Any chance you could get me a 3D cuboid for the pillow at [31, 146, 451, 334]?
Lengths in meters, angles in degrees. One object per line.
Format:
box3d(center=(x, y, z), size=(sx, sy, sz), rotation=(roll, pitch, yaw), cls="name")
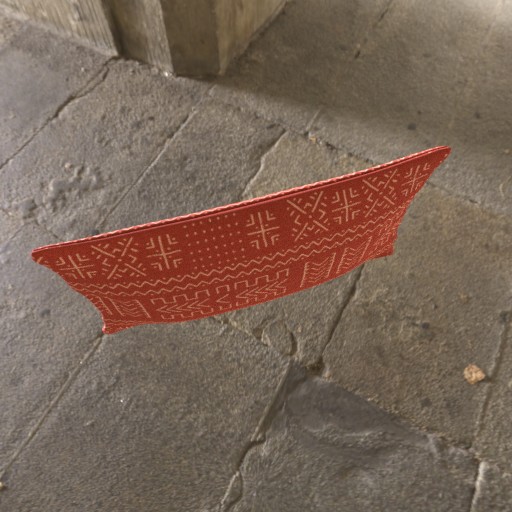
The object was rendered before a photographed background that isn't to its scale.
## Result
box3d(center=(0.000, 0.000, 0.785), size=(0.640, 0.352, 0.130), rotation=(-15, 64, -8), cls="pillow")
